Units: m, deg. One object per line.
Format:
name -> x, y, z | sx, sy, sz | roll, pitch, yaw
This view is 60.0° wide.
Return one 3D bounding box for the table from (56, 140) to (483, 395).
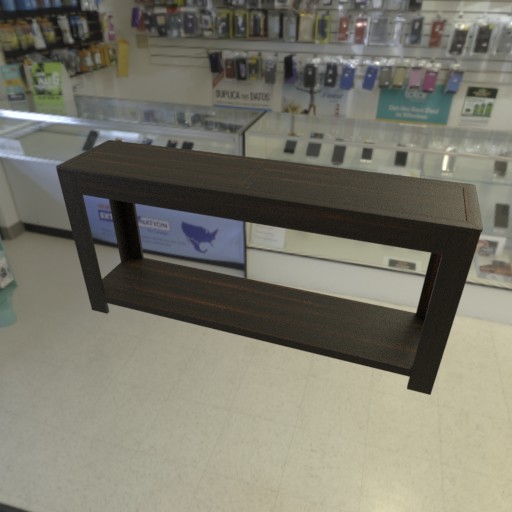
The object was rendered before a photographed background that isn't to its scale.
table -> 0.000, 0.000, 1.961 | 1.631, 0.762, 0.384 | 11, 34, 16
